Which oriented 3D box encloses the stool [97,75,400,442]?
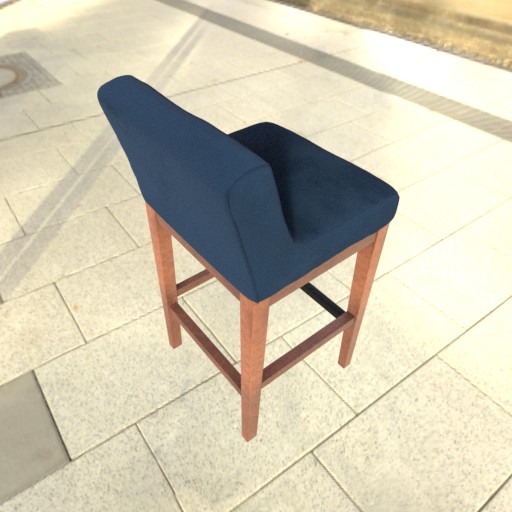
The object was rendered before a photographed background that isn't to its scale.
[{"bbox_3d":[0.000,0.000,1.234,0.516,0.945,0.511,-28,49,-27],"label":"stool"}]
